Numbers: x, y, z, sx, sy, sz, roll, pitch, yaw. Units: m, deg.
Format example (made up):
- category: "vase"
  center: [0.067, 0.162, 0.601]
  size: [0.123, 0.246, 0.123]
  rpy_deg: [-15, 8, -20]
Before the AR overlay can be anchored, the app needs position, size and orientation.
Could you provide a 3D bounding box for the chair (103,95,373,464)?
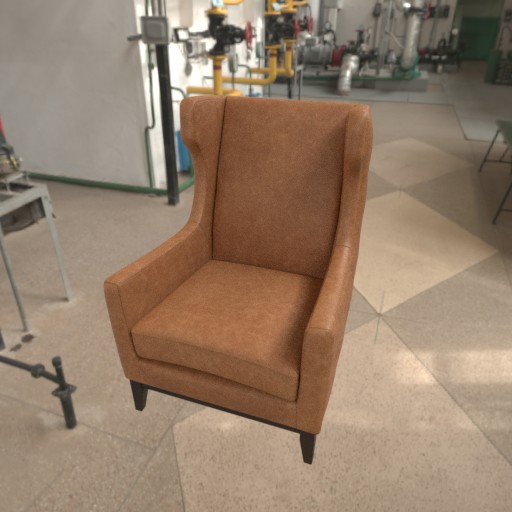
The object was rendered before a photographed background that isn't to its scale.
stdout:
- category: "chair"
  center: [0.000, 0.000, 1.697]
  size: [0.766, 1.079, 0.899]
  rpy_deg: [10, 31, 17]
